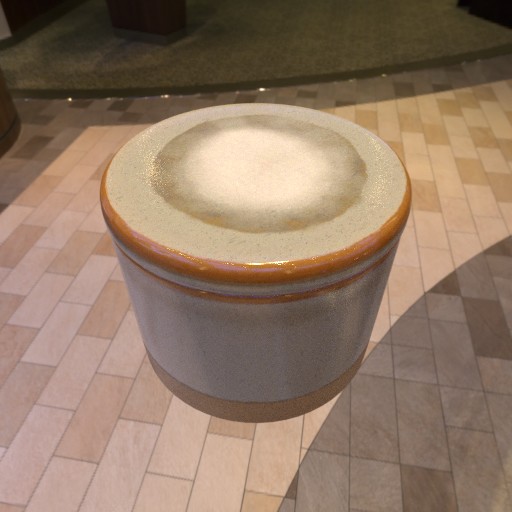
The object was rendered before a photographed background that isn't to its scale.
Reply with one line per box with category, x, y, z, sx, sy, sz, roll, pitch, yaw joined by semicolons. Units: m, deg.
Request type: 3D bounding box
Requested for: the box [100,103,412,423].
box;0.000;0.000;0.210;0.123;0.100;0.123;0;42;0
